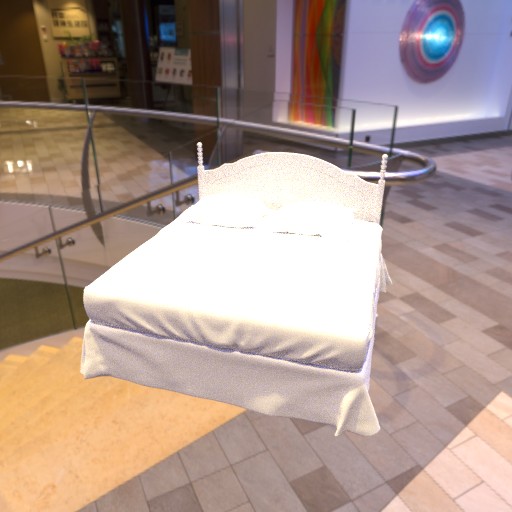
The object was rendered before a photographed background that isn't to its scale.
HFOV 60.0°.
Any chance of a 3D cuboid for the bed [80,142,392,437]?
[{"bbox_3d":[0.000,0.000,3.709,2.322,1.355,2.219,7,27,15],"label":"bed"}]
